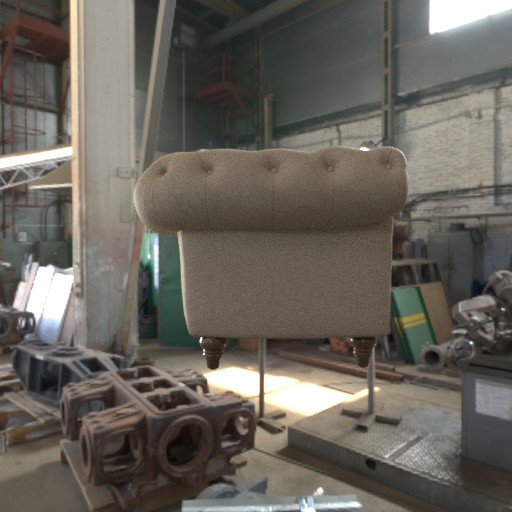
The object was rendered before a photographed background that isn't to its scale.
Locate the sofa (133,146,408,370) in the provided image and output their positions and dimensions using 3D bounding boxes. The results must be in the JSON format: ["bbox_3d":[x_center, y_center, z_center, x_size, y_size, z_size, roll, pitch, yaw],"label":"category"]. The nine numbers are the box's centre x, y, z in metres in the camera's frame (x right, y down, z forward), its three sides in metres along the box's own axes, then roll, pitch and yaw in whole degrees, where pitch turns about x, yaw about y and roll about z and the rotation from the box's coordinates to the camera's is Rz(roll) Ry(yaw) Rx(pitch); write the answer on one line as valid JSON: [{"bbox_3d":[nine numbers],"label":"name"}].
[{"bbox_3d":[0.000,0.000,2.468,1.069,0.835,1.988,0,1,0],"label":"sofa"}]
